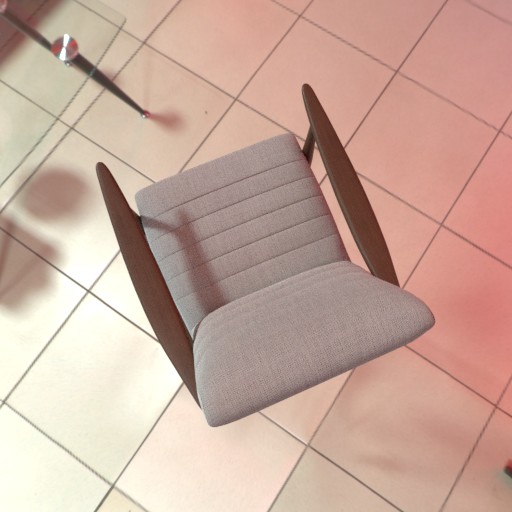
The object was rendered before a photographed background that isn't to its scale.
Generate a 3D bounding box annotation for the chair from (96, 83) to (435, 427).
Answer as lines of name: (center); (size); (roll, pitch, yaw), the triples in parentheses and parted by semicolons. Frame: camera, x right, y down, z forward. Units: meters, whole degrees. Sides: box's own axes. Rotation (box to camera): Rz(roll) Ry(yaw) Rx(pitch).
chair: (0.000, 0.000, 1.423); (0.741, 0.832, 0.798); (-23, 78, -5)
